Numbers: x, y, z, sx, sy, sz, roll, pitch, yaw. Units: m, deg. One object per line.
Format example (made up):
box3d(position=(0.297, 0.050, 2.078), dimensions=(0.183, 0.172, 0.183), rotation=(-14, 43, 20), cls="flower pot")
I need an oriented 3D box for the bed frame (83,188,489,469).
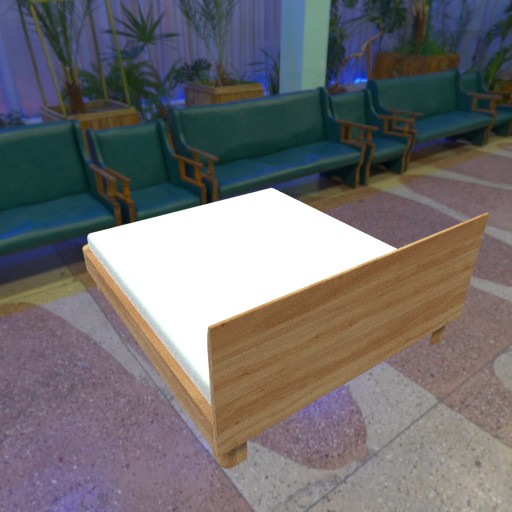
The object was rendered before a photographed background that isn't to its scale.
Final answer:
box3d(position=(0.000, 0.000, 3.105), dimensions=(1.872, 0.940, 2.092), rotation=(-19, 34, -30), cls="bed frame")
